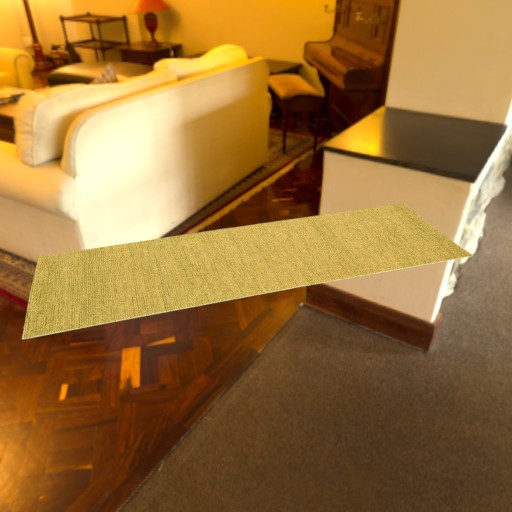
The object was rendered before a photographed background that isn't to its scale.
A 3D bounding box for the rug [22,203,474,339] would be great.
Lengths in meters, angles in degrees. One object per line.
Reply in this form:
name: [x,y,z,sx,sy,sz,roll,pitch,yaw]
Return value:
rug: [0.000,0.000,2.478,2.340,0.013,0.686,-9,34,-14]
